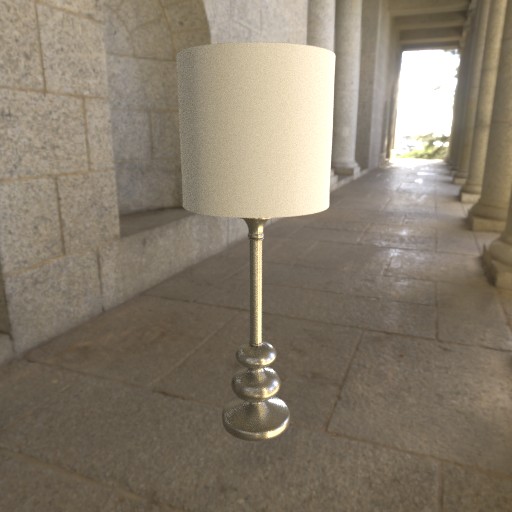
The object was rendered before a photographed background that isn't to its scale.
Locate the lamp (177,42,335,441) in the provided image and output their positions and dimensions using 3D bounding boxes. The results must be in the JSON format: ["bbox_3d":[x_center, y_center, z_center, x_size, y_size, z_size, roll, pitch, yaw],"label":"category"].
[{"bbox_3d":[0.000,0.000,0.805,0.254,0.690,0.254,-2,16,-7],"label":"lamp"}]
